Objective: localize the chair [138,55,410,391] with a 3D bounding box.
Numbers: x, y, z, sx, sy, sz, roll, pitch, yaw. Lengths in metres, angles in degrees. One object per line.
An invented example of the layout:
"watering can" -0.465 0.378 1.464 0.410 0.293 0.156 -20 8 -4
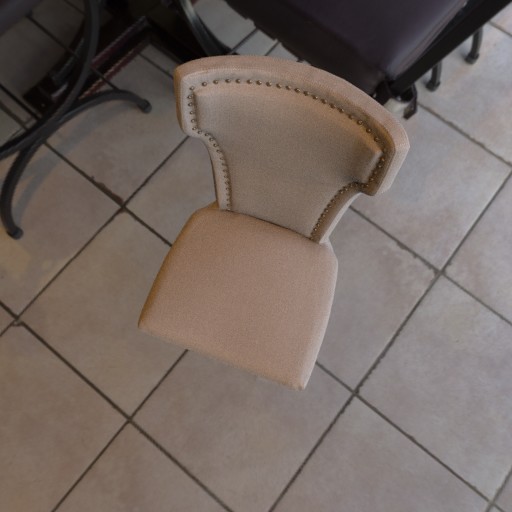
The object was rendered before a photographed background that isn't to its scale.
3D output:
"chair" 0.000 0.000 1.294 0.526 0.950 0.630 19 75 5
